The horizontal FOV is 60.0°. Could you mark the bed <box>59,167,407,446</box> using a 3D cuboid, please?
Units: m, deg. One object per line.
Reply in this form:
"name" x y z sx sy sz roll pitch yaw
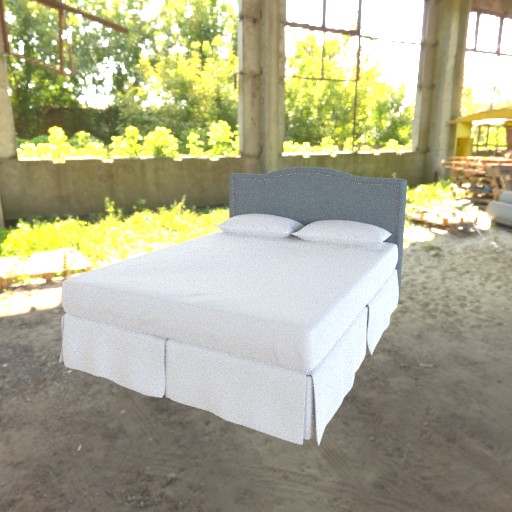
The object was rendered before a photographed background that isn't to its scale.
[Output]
"bed" 0.000 0.000 3.947 2.161 1.457 2.689 7 16 27
